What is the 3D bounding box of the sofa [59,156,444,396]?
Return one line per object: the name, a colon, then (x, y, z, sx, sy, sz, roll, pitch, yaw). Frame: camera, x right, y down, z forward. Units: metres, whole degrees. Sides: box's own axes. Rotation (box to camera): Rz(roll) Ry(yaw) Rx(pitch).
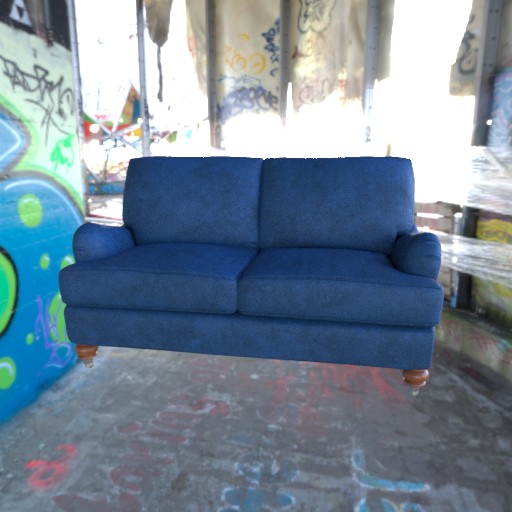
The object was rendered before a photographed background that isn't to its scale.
sofa: (0.000, 0.000, 2.504, 1.853, 1.101, 1.084, 2, 13, 9)
